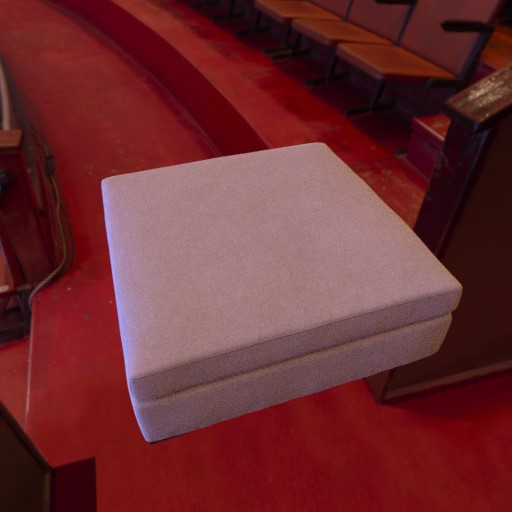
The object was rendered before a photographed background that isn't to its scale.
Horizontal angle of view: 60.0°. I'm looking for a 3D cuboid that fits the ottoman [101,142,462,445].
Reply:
[{"bbox_3d":[0.000,0.000,1.896,1.203,0.517,1.171,-13,43,-14],"label":"ottoman"}]
